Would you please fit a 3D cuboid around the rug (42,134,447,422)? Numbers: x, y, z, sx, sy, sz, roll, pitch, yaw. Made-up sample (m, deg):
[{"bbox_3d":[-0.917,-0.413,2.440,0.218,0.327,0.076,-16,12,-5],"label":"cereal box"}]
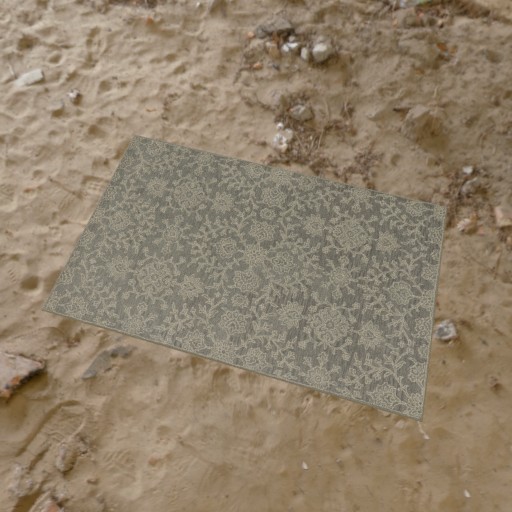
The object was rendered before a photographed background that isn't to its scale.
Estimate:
[{"bbox_3d":[0.000,0.000,3.017,2.430,0.010,1.515,15,65,7],"label":"rug"}]
